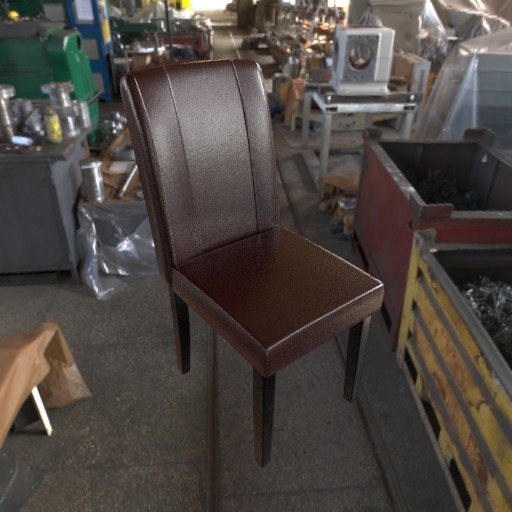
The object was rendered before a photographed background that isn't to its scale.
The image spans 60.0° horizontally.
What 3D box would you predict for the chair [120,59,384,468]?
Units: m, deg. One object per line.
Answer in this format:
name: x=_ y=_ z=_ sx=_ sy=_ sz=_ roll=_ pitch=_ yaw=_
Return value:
chair: x=0.000 y=0.000 z=1.177 sx=0.399 sy=0.897 sz=0.556 roll=-22 pitch=38 yaw=-32
